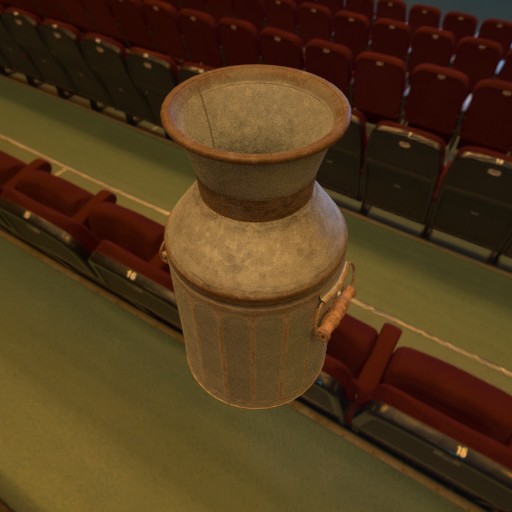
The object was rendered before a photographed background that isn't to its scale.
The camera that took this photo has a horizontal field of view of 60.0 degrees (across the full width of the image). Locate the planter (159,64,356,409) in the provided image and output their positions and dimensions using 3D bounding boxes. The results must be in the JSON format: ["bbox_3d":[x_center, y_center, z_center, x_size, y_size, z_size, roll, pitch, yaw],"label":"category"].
[{"bbox_3d":[0.000,0.000,0.541,0.245,0.396,0.214,24,51,21],"label":"planter"}]
